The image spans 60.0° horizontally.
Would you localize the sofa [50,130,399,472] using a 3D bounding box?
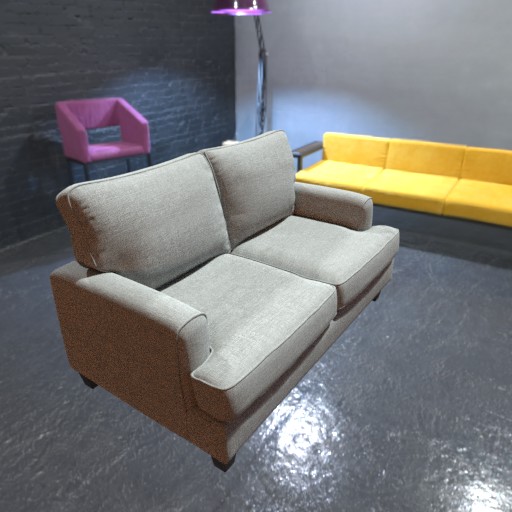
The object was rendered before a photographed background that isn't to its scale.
[{"bbox_3d":[0.000,0.000,2.199,0.965,0.965,1.651,17,31,31],"label":"sofa"}]
